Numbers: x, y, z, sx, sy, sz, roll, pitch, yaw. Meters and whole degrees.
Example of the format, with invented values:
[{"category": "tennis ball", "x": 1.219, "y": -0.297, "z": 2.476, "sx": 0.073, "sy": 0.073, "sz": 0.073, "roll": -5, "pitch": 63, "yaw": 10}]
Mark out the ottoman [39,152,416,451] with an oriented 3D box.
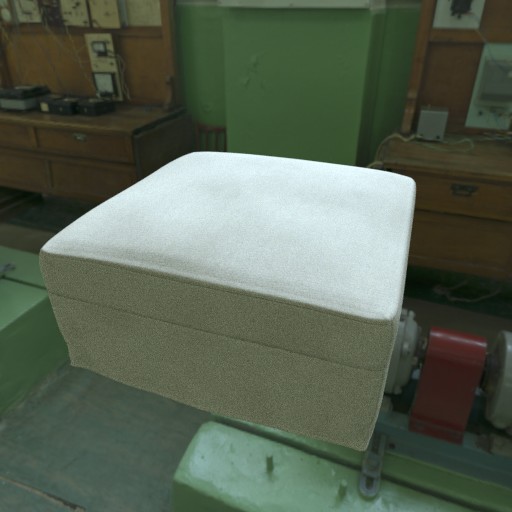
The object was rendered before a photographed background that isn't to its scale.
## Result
[{"category": "ottoman", "x": 0.000, "y": 0.000, "z": 1.327, "sx": 0.843, "sy": 0.441, "sz": 0.842, "roll": 10, "pitch": 32, "yaw": 17}]
